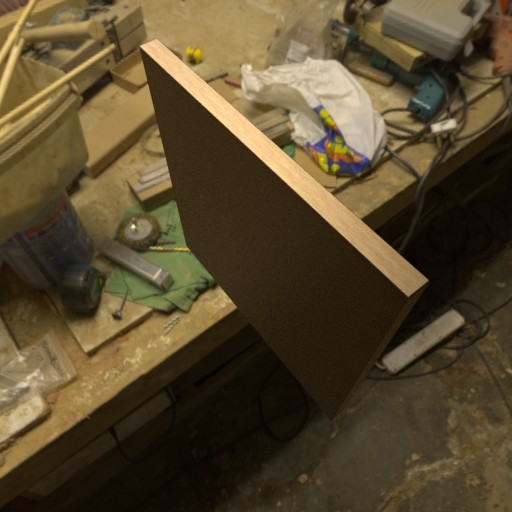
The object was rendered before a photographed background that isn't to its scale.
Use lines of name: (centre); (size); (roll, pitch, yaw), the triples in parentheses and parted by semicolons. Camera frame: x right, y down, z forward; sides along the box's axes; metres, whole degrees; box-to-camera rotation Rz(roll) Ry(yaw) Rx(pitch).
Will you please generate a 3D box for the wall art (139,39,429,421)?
wall art: (0.000, 0.000, 0.736); (0.030, 0.506, 0.503); (-33, 63, -19)
